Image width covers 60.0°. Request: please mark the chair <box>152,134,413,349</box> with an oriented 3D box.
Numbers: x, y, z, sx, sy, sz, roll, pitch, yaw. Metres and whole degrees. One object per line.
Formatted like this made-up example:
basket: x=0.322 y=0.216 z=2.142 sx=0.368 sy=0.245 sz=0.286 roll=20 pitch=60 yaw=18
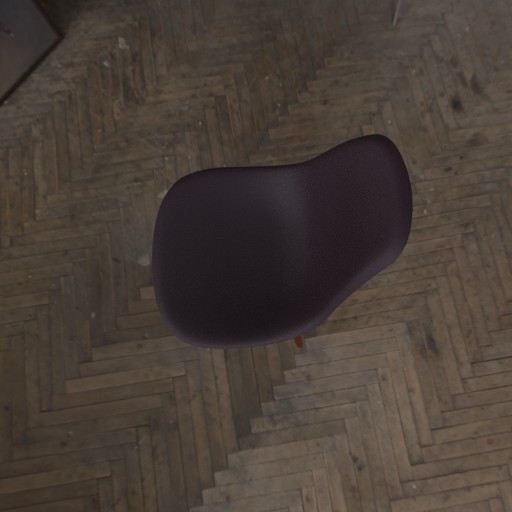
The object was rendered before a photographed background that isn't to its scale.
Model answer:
chair: x=0.000 y=0.000 z=1.155 sx=0.533 sy=0.826 sz=0.470 roll=-3 pitch=76 yaw=-1
